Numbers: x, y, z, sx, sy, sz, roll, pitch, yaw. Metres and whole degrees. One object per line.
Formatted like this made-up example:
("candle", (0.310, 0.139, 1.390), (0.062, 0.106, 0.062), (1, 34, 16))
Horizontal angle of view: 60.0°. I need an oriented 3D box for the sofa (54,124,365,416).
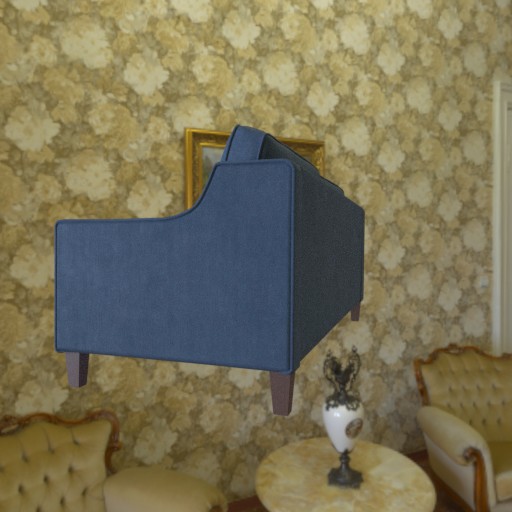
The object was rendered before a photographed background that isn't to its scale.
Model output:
("sofa", (0.000, 0.000, 2.701), (1.066, 1.071, 2.178), (1, 2, 20))
